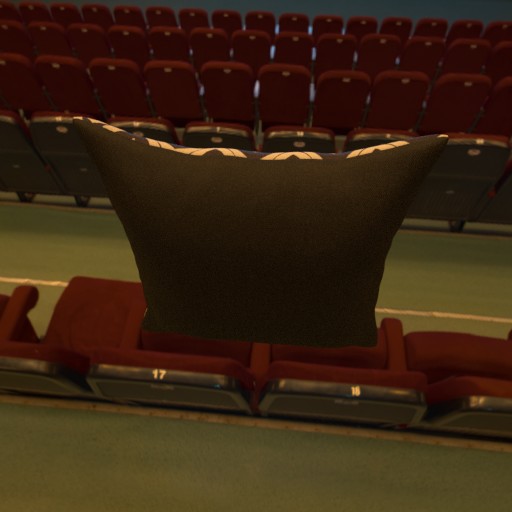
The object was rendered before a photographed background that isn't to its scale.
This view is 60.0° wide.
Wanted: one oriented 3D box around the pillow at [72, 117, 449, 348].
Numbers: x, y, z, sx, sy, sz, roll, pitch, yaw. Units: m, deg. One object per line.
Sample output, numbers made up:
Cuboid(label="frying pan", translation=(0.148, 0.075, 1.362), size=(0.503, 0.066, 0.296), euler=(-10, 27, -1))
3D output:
Cuboid(label="pillow", translation=(0.000, 0.000, 0.765), size=(0.504, 0.494, 0.188), euler=(4, 46, 4))
